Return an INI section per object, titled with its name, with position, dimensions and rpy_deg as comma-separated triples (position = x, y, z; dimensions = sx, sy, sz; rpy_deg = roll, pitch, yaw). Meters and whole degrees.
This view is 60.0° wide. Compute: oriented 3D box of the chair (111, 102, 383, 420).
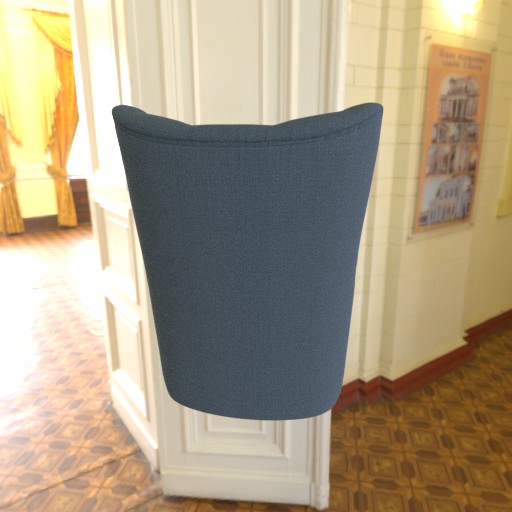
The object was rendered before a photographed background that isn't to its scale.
[chair]
position = 0.000, 0.000, 1.700
dimensions = 0.831, 1.079, 0.930
rpy_deg = 3, 16, 9
